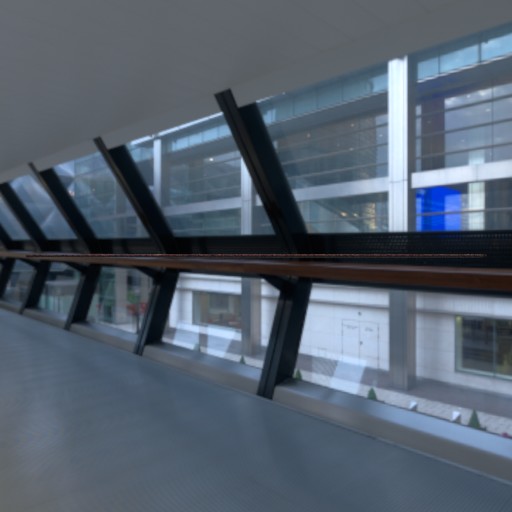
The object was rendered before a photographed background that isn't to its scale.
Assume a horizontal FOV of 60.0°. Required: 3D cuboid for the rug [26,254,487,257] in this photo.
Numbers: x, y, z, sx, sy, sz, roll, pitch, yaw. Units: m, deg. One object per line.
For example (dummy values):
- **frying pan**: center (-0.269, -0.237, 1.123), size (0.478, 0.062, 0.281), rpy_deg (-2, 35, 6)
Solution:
- **rug**: center (0.000, 0.000, 4.098), size (3.032, 0.020, 2.411), rpy_deg (0, 0, -1)
